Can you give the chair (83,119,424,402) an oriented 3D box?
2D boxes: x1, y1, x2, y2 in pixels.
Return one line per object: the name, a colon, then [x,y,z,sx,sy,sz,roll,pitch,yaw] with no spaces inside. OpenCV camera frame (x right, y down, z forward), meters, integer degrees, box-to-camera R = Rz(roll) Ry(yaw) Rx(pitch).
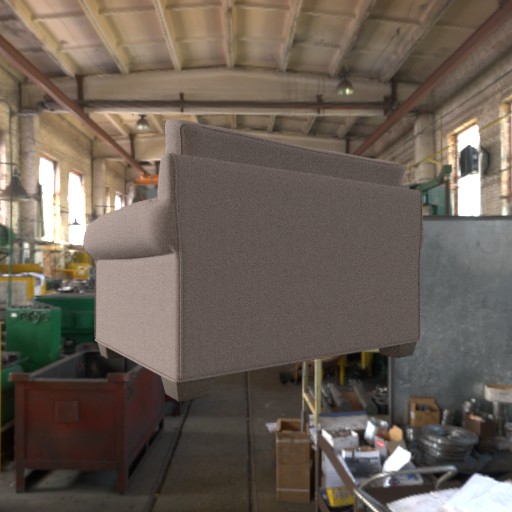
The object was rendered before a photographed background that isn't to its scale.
chair: [0.000,0.000,2.087,1.390,0.930,0.930,0,-1,-35]
